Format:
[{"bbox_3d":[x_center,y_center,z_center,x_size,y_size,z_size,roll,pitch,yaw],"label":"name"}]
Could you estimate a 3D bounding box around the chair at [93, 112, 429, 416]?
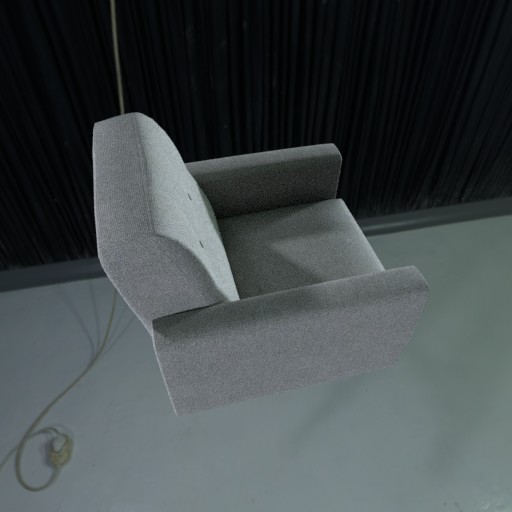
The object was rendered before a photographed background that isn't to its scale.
[{"bbox_3d":[0.000,0.000,1.651,0.942,0.968,0.845,-11,49,-10],"label":"chair"}]
